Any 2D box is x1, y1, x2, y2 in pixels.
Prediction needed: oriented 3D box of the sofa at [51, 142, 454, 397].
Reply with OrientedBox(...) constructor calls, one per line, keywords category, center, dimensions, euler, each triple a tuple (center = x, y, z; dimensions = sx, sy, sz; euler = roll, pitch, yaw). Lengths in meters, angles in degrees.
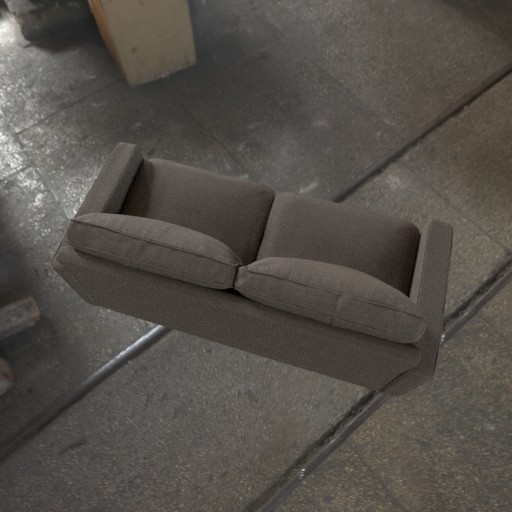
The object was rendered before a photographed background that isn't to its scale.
OrientedBox(category="sofa", center=(0.000, 0.000, 2.559), dimensions=(2.080, 0.919, 0.940), euler=(15, 65, 7))
